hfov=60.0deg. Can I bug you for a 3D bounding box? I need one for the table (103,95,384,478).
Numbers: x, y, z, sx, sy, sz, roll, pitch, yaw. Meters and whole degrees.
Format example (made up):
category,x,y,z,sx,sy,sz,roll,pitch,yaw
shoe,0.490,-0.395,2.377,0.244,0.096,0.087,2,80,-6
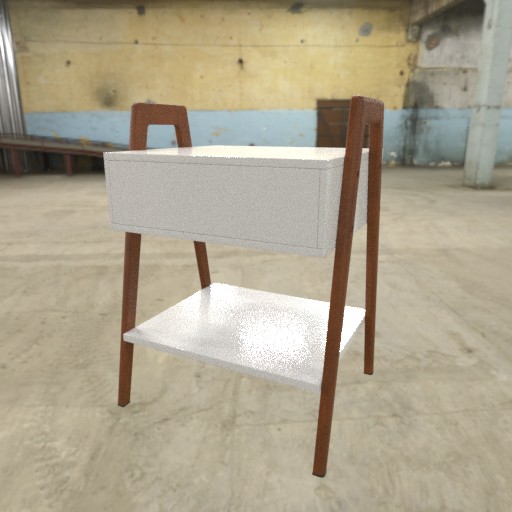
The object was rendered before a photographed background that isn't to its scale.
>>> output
category,x,y,z,sx,sy,sz,roll,pitch,yaw
table,0.000,0.000,0.927,0.457,0.610,0.405,8,18,26
